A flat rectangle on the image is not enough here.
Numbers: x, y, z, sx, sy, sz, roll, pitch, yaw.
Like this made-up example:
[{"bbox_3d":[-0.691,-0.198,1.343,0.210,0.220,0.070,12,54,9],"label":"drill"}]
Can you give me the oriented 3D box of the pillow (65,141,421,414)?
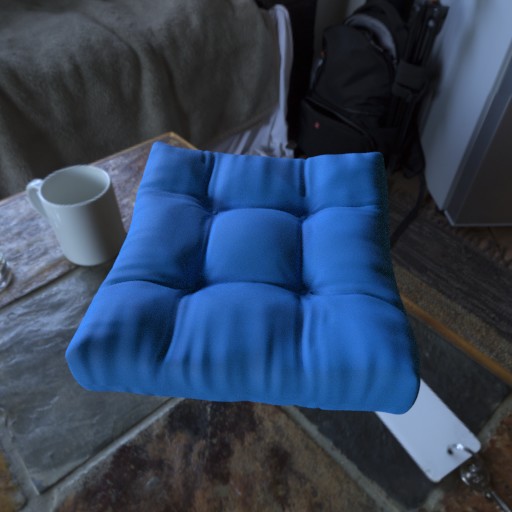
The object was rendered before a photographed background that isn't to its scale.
[{"bbox_3d":[0.000,0.000,0.733,0.468,0.128,0.490,3,48,3],"label":"pillow"}]
